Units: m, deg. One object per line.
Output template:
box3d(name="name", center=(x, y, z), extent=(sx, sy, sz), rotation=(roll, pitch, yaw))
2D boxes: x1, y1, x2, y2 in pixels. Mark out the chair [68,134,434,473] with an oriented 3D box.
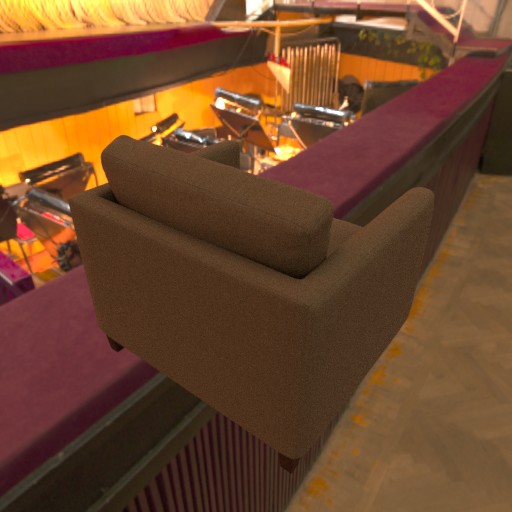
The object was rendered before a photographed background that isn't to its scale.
box3d(name="chair", center=(0.000, 0.000, 1.824), extent=(1.107, 0.963, 0.959), rotation=(22, 38, 32))
